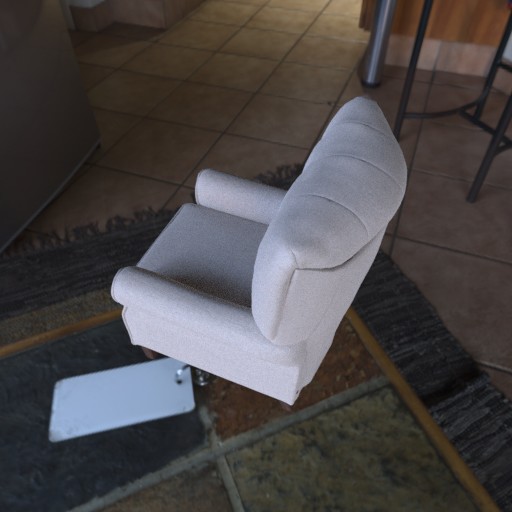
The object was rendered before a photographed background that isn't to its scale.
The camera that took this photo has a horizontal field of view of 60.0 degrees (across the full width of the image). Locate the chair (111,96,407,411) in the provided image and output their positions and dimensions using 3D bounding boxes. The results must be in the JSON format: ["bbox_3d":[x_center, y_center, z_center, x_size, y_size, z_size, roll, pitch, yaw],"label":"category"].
[{"bbox_3d":[0.000,0.000,1.917,1.025,1.209,0.942,17,50,15],"label":"chair"}]
